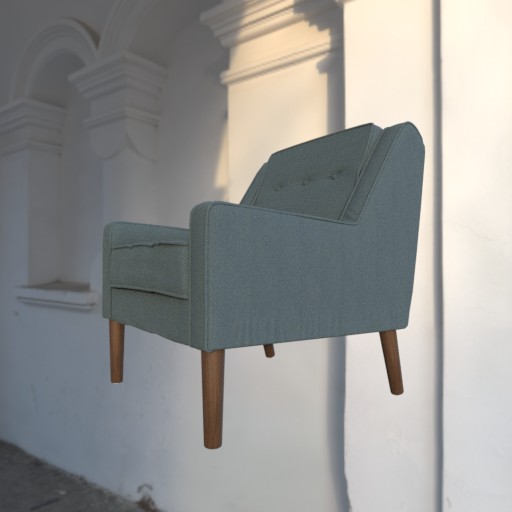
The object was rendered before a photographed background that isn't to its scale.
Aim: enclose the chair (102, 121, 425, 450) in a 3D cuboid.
[{"bbox_3d":[0.000,0.000,1.318,0.733,0.780,0.663,0,-1,-36],"label":"chair"}]
